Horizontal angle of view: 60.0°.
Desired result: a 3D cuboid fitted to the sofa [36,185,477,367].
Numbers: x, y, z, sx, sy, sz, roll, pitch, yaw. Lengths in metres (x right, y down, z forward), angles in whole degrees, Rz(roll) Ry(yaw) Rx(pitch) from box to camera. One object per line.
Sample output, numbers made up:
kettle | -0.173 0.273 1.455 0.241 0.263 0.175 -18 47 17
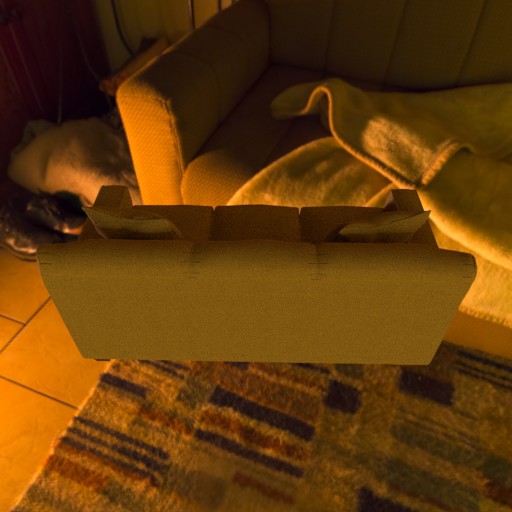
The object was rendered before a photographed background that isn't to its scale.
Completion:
sofa | 0.000 0.000 2.618 2.024 0.958 0.997 1 45 1
